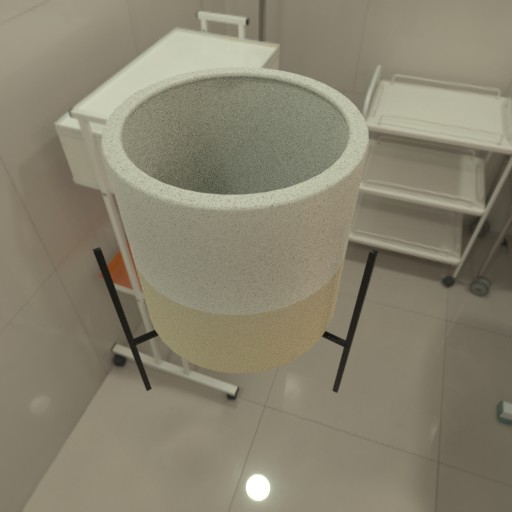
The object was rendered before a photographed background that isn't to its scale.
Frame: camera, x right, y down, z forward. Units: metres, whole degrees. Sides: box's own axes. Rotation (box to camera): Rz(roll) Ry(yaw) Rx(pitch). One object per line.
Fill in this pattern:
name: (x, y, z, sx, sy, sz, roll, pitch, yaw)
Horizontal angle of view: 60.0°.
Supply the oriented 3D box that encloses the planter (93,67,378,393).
planter: (0.000, 0.000, 0.532, 0.267, 0.362, 0.263, 14, 48, 13)
